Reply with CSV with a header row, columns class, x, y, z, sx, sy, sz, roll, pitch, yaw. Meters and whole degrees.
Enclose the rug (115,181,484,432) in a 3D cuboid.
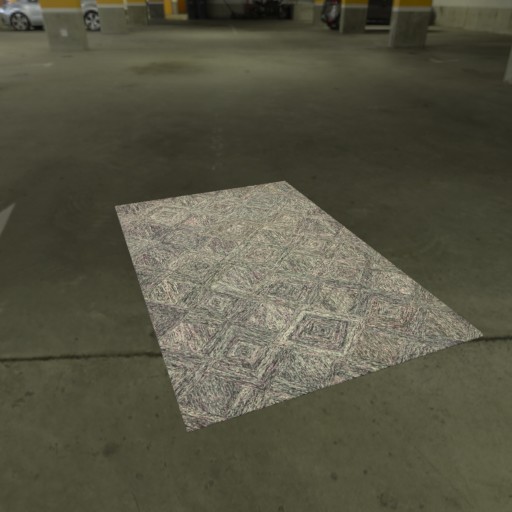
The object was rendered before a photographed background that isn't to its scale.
class,x,y,z,sx,sy,sz,roll,pitch,yaw
rug,0.000,0.000,2.865,1.501,0.017,2.298,-12,32,-19
